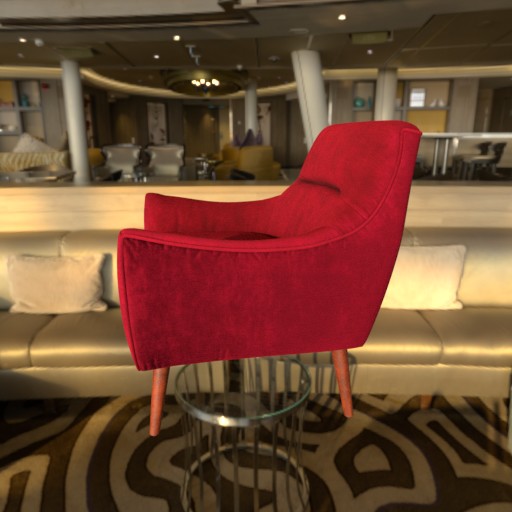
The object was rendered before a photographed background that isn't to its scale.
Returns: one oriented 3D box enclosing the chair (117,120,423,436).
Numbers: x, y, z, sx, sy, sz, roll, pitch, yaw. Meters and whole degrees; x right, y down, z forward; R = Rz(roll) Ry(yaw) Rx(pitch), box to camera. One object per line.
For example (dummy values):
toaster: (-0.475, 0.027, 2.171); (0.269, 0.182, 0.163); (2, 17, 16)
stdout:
chair: (0.000, 0.000, 1.442); (0.787, 0.838, 0.762); (-2, 15, -8)
